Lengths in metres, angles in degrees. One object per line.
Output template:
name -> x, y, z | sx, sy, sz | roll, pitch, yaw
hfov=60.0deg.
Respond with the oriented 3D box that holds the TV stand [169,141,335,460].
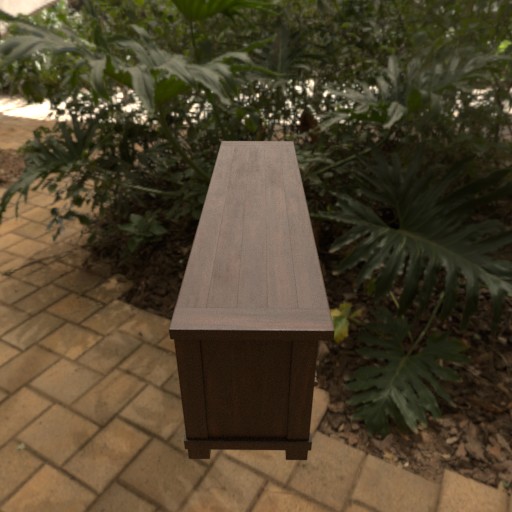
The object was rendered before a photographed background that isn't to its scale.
TV stand -> 0.000, 0.000, 2.186 | 0.471, 0.615, 1.866 | 0, 30, 1
